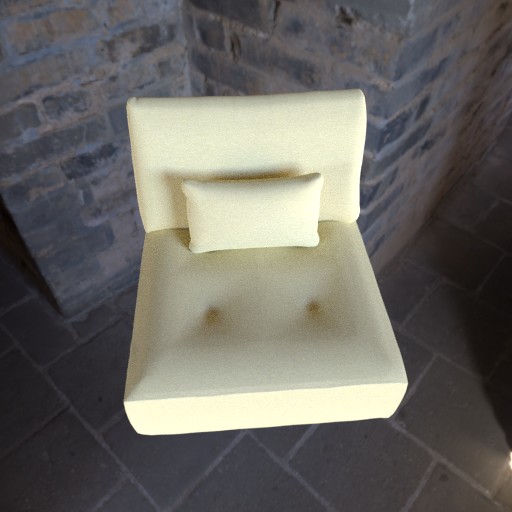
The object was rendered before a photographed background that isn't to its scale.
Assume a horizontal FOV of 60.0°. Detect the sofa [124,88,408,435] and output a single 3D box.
[{"bbox_3d":[0.000,0.000,1.661,0.930,0.820,1.000,-3,48,-3],"label":"sofa"}]
